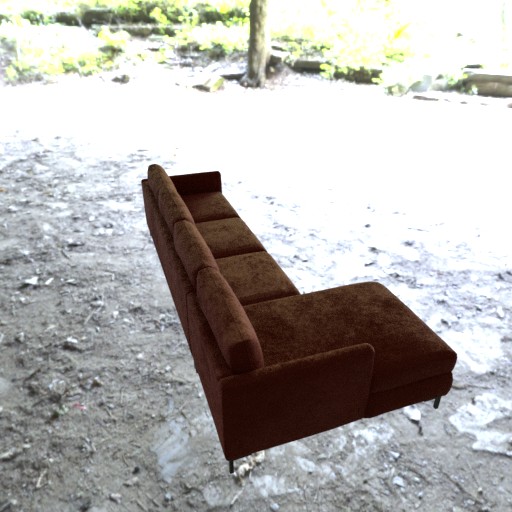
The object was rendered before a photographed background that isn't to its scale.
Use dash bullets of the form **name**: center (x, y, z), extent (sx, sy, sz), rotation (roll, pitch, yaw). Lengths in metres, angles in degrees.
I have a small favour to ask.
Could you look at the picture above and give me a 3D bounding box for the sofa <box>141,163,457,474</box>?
- **sofa**: center (0.000, 0.000, 2.871), extent (1.136, 0.663, 2.467), rotation (-10, 31, -17)
